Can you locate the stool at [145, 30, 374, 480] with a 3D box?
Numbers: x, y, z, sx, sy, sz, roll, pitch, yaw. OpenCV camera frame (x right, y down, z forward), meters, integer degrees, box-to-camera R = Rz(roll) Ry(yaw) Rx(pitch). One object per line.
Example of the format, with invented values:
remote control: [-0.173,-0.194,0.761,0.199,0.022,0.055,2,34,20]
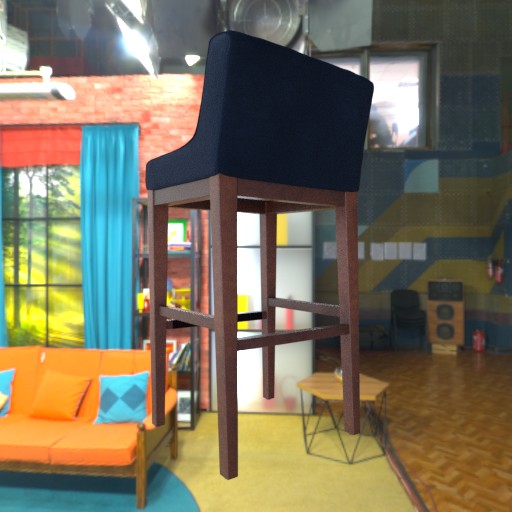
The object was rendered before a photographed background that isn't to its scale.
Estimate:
stool: [0.000,0.000,1.316,0.511,1.037,0.500,0,0,-37]
